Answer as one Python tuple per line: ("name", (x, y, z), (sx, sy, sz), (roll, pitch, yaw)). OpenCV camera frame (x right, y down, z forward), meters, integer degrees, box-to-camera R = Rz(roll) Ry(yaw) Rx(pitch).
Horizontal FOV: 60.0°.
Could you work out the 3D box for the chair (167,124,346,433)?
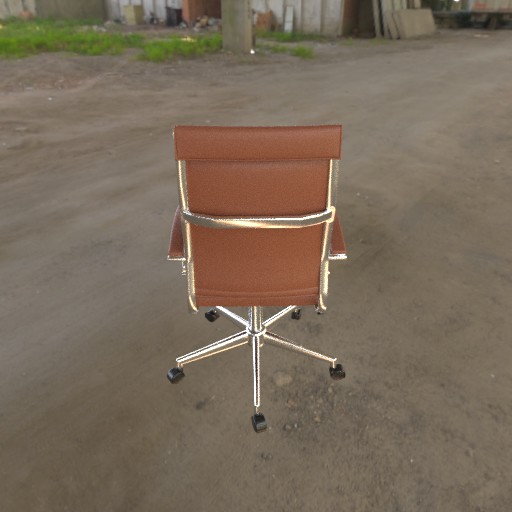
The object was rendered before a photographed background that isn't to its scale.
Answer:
("chair", (0.000, 0.000, 1.698), (0.766, 1.149, 0.739), (-1, 31, -1))
